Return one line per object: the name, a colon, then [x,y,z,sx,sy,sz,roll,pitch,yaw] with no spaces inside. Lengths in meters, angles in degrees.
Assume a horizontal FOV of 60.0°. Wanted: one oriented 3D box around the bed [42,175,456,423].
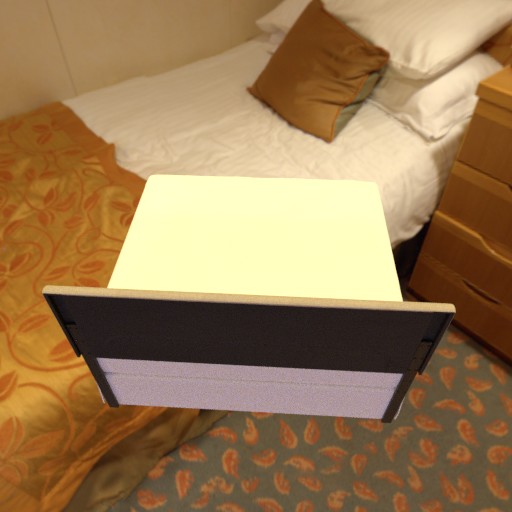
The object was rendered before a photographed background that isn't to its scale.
bed: [0.000,0.000,3.351,2.170,1.346,1.914,2,46,2]
